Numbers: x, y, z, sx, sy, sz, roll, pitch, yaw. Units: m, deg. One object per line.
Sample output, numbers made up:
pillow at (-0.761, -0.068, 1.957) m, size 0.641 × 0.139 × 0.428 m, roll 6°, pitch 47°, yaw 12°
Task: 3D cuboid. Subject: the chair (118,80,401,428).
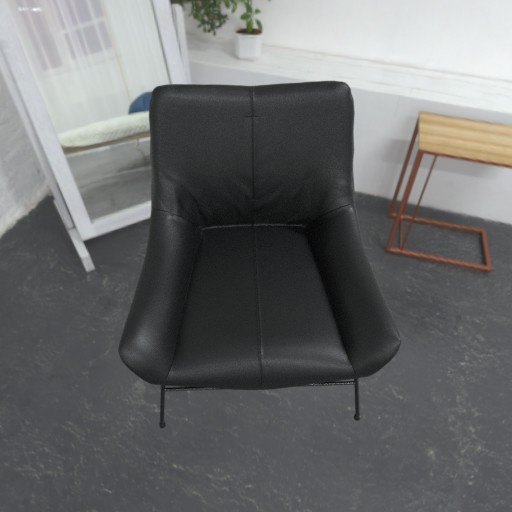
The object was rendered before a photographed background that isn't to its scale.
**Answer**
chair at (0.000, 0.000, 1.563) m, size 0.836 × 0.922 × 0.826 m, roll -2°, pitch 47°, yaw -2°
